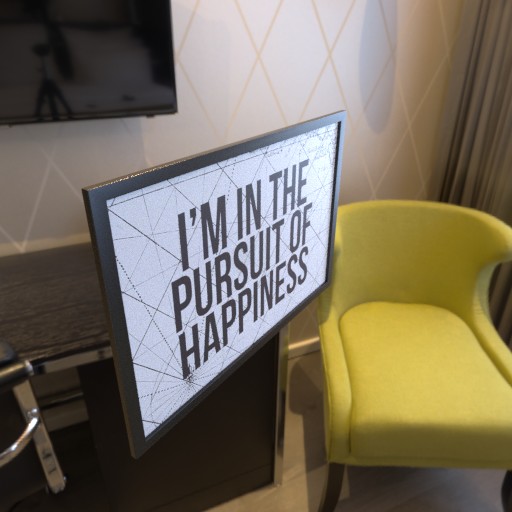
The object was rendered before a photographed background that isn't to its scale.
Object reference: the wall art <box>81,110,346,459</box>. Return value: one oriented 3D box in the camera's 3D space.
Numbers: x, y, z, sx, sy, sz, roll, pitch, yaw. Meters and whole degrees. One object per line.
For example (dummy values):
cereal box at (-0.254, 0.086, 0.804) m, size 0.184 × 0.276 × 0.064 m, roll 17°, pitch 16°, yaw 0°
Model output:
wall art at (0.000, 0.000, 1.040) m, size 0.015 × 0.552 × 0.819 m, roll 18°, pitch 33°, yaw 31°
